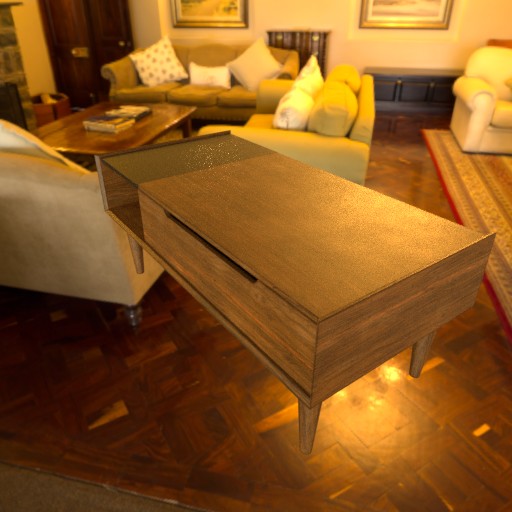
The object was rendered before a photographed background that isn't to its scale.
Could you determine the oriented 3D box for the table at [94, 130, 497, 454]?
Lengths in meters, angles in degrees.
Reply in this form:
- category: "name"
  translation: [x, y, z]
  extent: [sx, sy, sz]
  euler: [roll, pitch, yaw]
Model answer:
- category: "table"
  translation: [0.000, 0.000, 1.515]
  extent: [0.610, 0.508, 1.221]
  euler: [-20, 36, -30]
